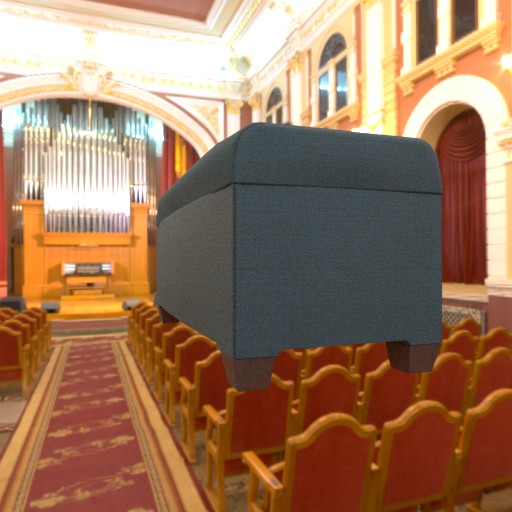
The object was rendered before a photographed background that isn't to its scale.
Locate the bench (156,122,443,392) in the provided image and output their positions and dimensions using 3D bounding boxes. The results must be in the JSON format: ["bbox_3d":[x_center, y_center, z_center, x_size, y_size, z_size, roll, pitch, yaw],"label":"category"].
[{"bbox_3d":[0.000,0.000,1.264,0.476,0.474,0.995,0,-1,-20],"label":"bench"}]
